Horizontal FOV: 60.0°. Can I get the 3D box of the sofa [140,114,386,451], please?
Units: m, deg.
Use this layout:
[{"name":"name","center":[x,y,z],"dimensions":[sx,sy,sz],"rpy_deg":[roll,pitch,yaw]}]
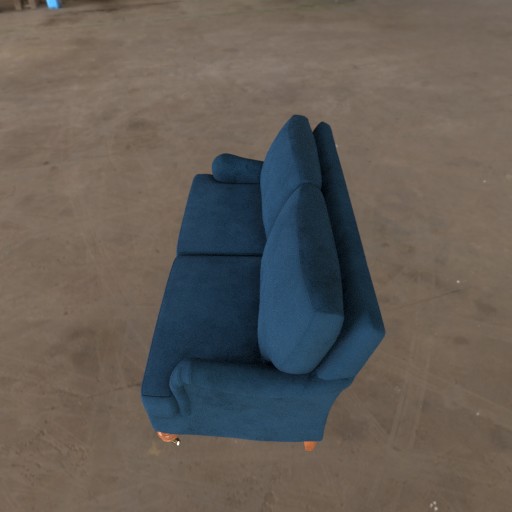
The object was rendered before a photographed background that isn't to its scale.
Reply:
[{"name":"sofa","center":[0.000,0.000,2.842],"dimensions":[1.084,1.101,2.141],"rpy_deg":[1,40,1]}]
